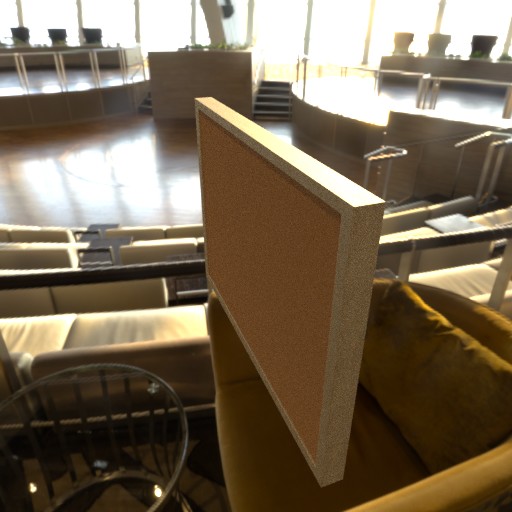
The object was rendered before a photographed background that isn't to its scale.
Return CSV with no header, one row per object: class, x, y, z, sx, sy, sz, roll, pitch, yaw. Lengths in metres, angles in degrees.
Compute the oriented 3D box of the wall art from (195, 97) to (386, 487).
wall art,0.000,0.000,0.683,0.032,0.380,0.532,-11,31,-18
